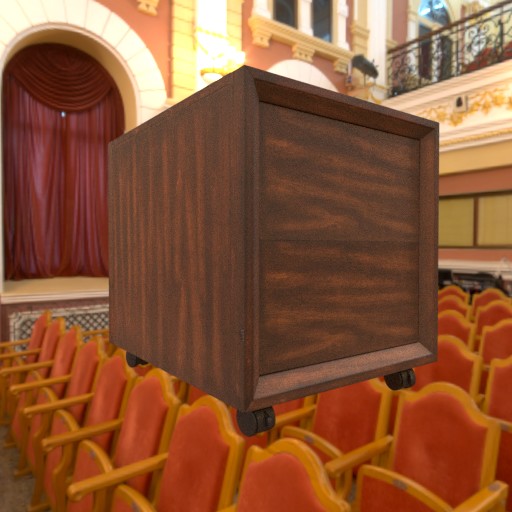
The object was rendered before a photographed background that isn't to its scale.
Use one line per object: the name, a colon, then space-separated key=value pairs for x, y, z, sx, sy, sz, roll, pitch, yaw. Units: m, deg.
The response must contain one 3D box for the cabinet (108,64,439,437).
cabinet: x=0.000 y=0.000 z=0.835 sx=0.402 sy=0.455 sz=0.500 roll=-1 pitch=1 yaw=-36
